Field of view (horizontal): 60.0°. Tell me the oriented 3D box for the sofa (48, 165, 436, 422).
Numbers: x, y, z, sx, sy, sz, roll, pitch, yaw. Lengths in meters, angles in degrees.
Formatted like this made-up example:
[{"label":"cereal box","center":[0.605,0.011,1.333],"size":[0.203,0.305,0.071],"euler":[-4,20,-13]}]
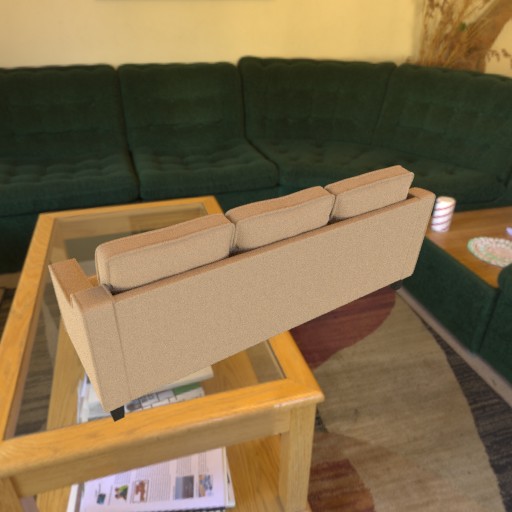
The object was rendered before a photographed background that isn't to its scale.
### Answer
[{"label":"sofa","center":[0.000,0.000,2.618],"size":[2.131,0.902,0.791],"euler":[-19,35,-29]}]
